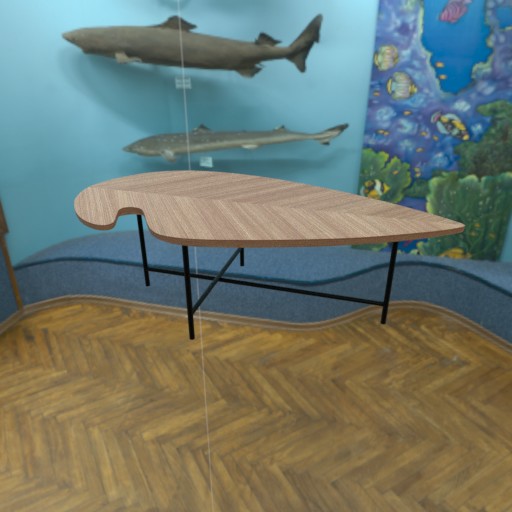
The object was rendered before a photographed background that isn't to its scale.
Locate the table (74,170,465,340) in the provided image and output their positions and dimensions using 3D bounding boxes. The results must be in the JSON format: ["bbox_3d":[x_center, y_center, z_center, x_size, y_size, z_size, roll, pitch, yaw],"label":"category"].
[{"bbox_3d":[0.000,0.000,1.452,1.199,0.360,0.598,8,28,15],"label":"table"}]
